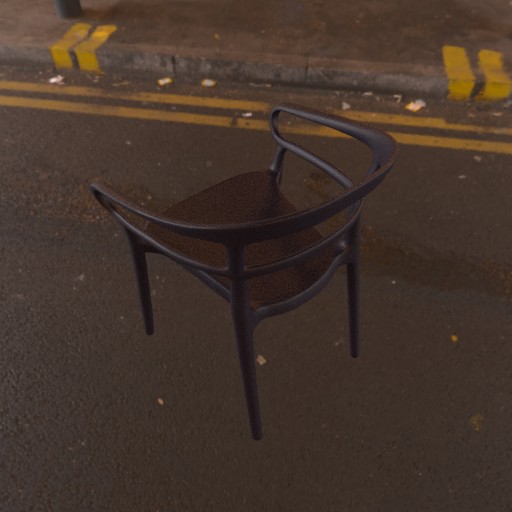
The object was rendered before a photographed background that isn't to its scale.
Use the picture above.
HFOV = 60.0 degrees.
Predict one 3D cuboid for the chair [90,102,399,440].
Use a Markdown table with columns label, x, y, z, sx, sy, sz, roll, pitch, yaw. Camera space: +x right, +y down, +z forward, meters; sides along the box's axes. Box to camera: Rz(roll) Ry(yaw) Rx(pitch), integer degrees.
| label | x | y | z | sx | sy | sz | roll | pitch | yaw |
| --- | --- | --- | --- | --- | --- | --- | --- | --- | --- |
| chair | 0.000 | 0.000 | 1.127 | 0.559 | 0.761 | 0.527 | -31 | 54 | -26 |
